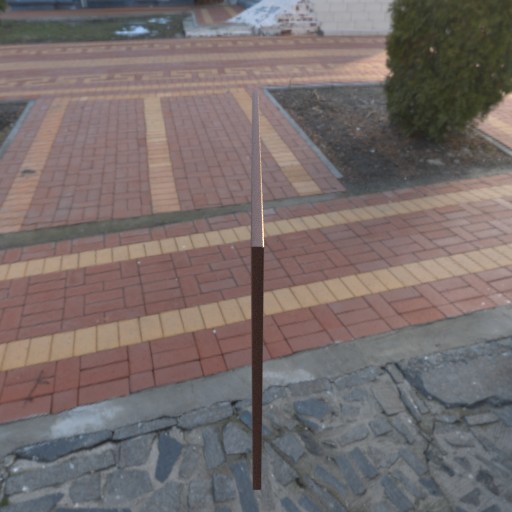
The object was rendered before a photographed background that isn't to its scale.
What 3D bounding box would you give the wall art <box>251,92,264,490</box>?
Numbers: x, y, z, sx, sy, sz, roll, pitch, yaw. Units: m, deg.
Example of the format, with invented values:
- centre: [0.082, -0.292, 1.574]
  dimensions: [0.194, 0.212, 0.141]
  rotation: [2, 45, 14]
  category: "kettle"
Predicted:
- centre: [0.000, 0.000, 0.854]
  dimensions: [0.014, 0.455, 0.660]
  rotation: [0, 33, 0]
  category: "wall art"
